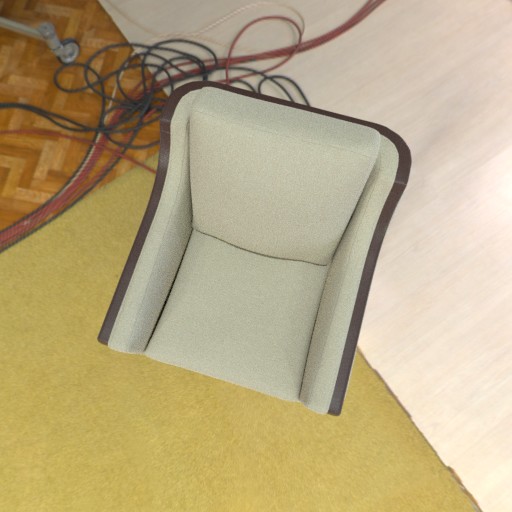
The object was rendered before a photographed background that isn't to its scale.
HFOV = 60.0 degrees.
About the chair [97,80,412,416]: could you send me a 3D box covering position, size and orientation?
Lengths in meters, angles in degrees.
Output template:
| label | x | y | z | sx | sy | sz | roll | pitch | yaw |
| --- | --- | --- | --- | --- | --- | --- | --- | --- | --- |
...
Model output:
| label | x | y | z | sx | sy | sz | roll | pitch | yaw |
| --- | --- | --- | --- | --- | --- | --- | --- | --- | --- |
| chair | 0.000 | 0.000 | 1.672 | 0.870 | 0.930 | 0.950 | 16 | 76 | 4 |
